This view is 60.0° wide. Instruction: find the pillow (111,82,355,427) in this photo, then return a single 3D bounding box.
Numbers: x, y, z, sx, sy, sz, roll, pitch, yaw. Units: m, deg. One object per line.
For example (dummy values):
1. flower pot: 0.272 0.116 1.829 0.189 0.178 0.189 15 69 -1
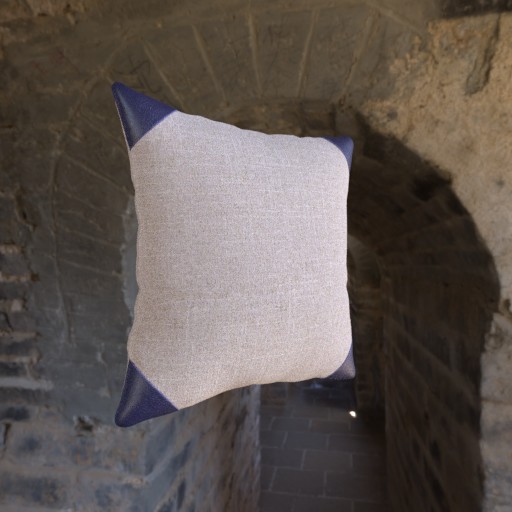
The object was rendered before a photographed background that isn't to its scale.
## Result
1. pillow: 0.000 0.000 0.682 0.440 0.441 0.147 1 -1 -36
